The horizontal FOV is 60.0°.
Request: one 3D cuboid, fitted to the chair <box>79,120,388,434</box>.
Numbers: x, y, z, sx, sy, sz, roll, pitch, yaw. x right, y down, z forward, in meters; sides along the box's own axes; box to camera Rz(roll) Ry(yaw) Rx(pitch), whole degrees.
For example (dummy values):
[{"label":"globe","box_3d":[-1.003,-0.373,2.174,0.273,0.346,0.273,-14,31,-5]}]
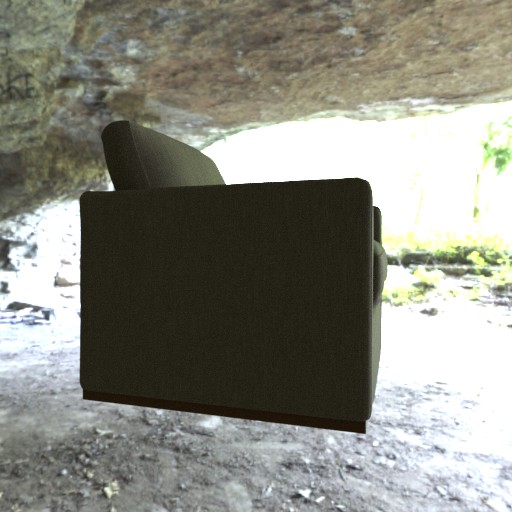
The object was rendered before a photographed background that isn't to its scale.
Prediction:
[{"label":"chair","box_3d":[0.000,0.000,1.478,0.834,0.811,0.763,0,1,18]}]
